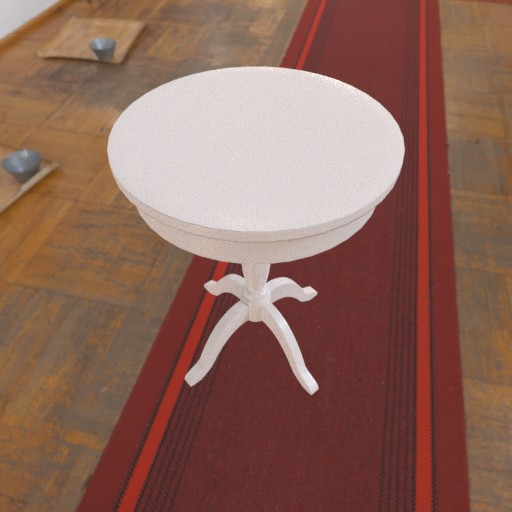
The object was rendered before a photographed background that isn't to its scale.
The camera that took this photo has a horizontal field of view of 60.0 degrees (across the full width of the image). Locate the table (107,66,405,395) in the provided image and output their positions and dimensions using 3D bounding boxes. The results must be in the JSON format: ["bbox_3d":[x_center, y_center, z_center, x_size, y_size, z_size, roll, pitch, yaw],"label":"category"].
[{"bbox_3d":[0.000,0.000,1.022,0.513,0.653,0.513,0,47,0],"label":"table"}]
